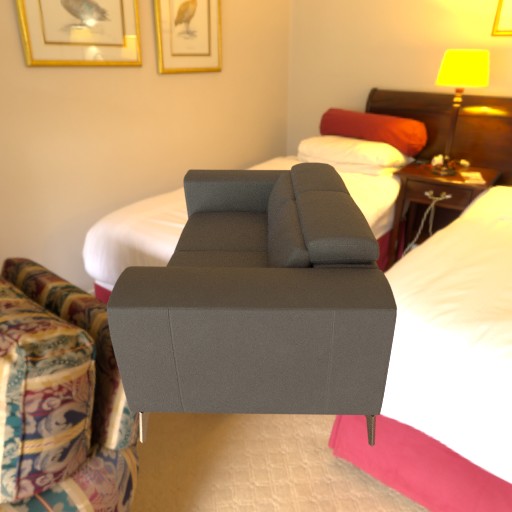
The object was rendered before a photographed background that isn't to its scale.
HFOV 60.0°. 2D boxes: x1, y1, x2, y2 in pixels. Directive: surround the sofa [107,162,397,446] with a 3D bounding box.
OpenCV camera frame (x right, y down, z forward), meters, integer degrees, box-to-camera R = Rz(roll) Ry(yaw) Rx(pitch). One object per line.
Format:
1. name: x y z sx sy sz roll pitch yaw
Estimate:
1. sofa: 0.000 0.000 2.414 1.003 0.779 1.895 0 25 1
